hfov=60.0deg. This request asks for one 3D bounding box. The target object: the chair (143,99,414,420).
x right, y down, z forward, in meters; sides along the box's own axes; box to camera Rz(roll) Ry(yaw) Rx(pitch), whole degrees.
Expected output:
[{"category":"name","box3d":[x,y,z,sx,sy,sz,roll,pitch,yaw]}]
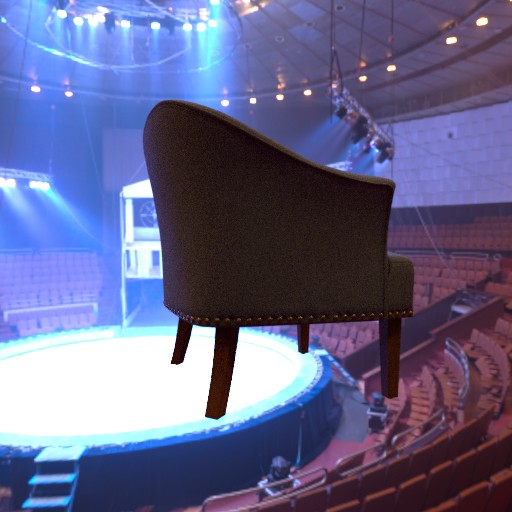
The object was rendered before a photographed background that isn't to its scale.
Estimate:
[{"category":"chair","box3d":[0.000,0.000,1.450,0.704,0.815,0.798,0,1,-19]}]
